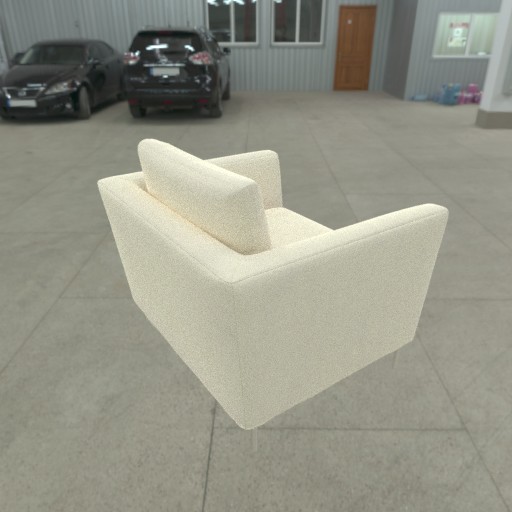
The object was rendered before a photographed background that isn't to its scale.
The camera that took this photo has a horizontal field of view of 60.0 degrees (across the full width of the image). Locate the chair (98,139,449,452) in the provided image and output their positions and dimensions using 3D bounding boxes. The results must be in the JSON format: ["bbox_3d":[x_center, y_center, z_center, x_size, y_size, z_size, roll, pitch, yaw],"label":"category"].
[{"bbox_3d":[0.000,0.000,1.747,0.889,0.865,1.041,-17,32,-31],"label":"chair"}]
